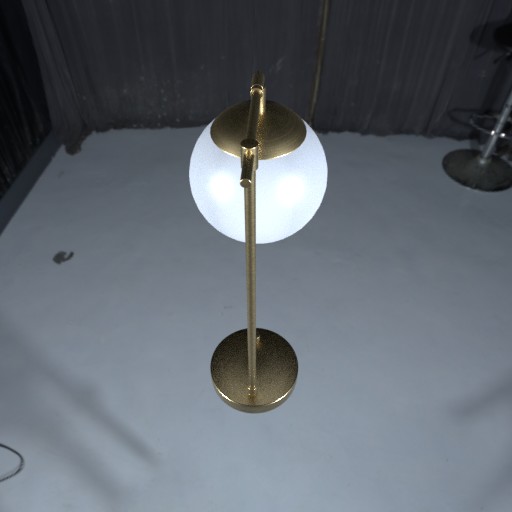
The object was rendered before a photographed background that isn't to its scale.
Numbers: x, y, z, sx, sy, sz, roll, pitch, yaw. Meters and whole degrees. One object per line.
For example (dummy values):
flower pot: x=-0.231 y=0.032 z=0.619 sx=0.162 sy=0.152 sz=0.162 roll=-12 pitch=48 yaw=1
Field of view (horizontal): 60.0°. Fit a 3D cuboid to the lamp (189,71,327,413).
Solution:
lamp: x=0.000 y=0.000 z=0.715 sx=0.207 sy=0.559 sz=0.324 roll=2 pitch=47 yaw=2
